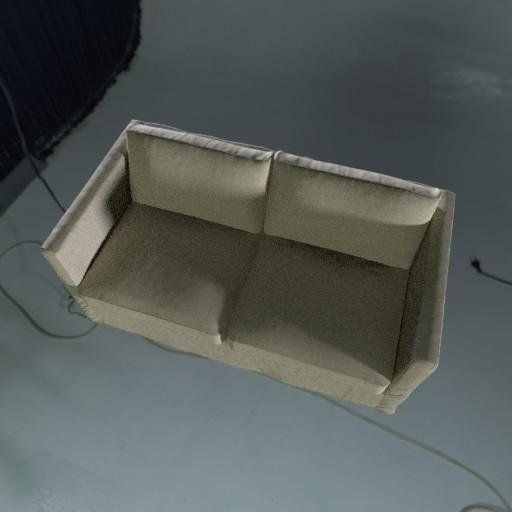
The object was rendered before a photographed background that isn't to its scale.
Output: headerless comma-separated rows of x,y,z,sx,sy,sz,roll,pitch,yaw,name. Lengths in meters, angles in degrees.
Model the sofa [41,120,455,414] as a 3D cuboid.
0.000,0.000,2.281,1.766,0.828,0.956,15,58,10,sofa
